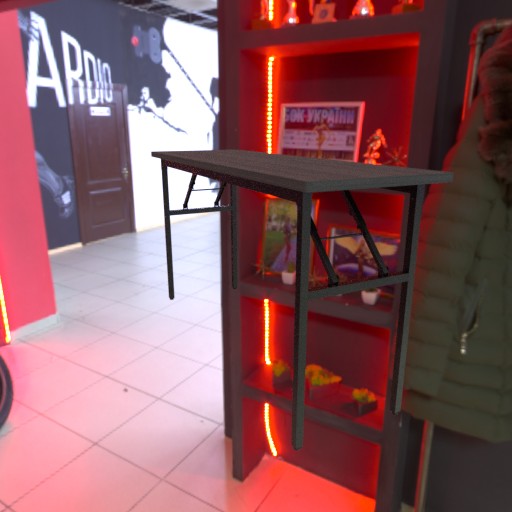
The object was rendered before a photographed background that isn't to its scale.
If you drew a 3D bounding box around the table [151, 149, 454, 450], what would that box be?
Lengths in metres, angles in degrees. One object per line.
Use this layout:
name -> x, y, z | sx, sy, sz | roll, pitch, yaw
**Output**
table -> 0.000, 0.000, 1.746 | 0.449, 0.750, 1.399 | -8, 18, -25
